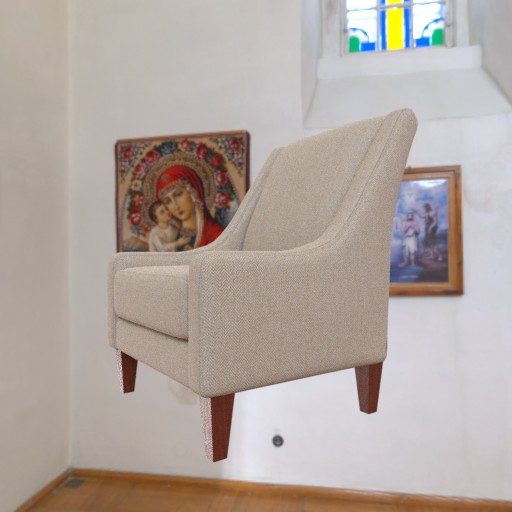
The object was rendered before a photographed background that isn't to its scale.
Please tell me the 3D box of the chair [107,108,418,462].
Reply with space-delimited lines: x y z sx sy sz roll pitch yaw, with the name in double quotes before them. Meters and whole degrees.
"chair" 0.000 0.000 1.591 0.870 1.014 0.774 0 0 -35
